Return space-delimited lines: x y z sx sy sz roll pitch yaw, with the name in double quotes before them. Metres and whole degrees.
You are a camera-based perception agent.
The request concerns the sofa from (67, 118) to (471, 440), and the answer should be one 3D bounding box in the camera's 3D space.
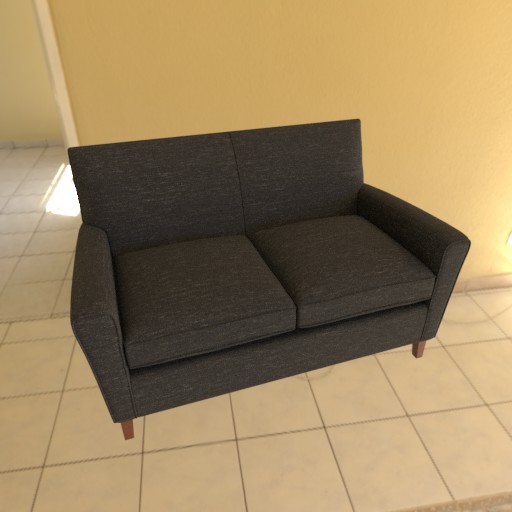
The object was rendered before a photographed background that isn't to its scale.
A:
"sofa" 0.000 0.000 1.887 1.420 0.846 0.875 -10 34 -16
